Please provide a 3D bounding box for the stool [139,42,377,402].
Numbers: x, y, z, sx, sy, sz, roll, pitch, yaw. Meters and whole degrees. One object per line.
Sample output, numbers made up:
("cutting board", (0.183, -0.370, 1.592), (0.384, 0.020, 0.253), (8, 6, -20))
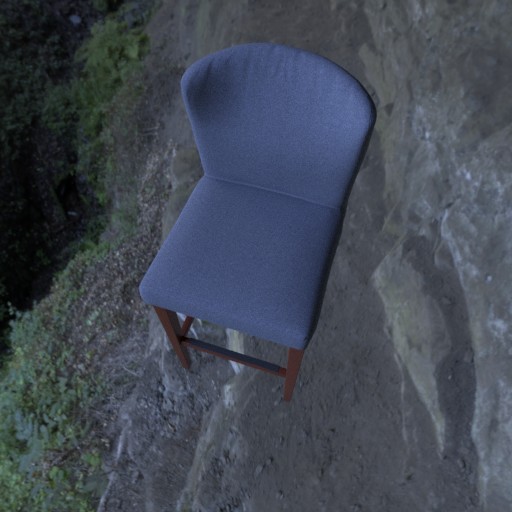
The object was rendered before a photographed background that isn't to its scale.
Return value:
("stool", (0.000, 0.000, 1.376), (0.481, 1.069, 0.568), (15, 59, 10))
